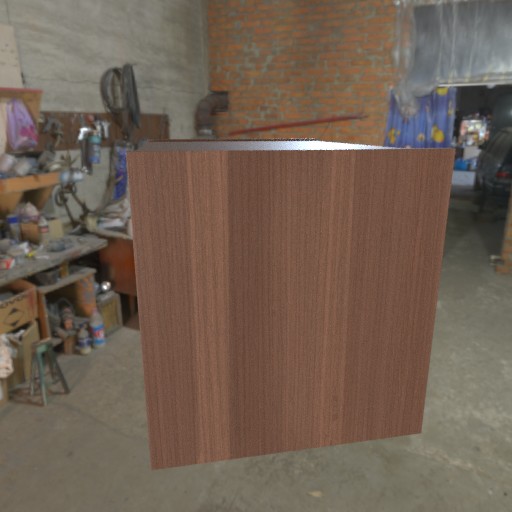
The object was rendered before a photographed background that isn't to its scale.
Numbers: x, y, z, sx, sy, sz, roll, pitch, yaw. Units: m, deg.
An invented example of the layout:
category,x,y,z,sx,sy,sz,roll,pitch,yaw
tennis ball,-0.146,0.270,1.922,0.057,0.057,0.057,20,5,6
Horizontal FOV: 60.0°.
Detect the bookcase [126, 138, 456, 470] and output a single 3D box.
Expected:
category,x,y,z,sx,sy,sz,roll,pitch,yaw
bookcase,0.000,0.000,0.615,0.290,0.305,0.415,-3,16,-11
